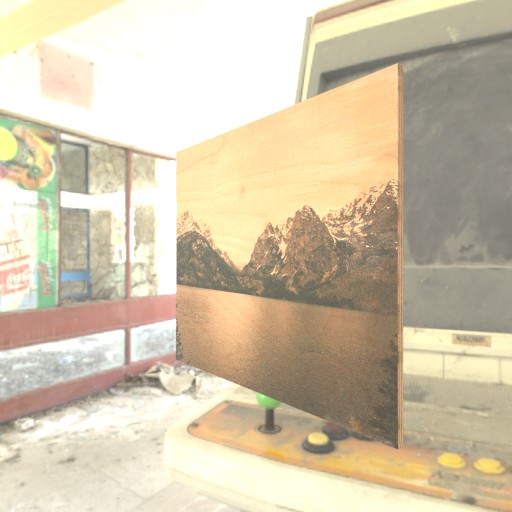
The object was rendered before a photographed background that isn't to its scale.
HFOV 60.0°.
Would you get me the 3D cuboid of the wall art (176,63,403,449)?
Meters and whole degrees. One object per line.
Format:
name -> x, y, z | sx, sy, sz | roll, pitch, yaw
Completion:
wall art -> 0.000, 0.000, 0.673 | 0.010, 0.408, 0.508 | 0, 0, -37
